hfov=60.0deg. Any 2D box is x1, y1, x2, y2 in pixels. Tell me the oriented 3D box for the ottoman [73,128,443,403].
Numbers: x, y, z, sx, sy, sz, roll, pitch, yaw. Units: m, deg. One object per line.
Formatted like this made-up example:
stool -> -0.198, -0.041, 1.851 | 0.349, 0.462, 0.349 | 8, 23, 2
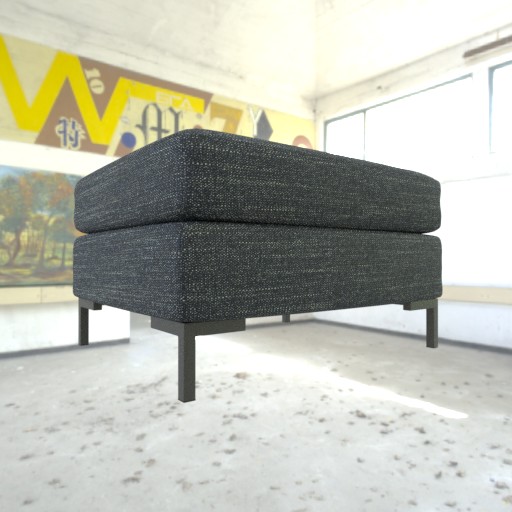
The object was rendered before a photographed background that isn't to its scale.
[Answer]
ottoman -> 0.000, 0.000, 1.208 | 0.814, 0.491, 0.667 | 0, 0, -37
